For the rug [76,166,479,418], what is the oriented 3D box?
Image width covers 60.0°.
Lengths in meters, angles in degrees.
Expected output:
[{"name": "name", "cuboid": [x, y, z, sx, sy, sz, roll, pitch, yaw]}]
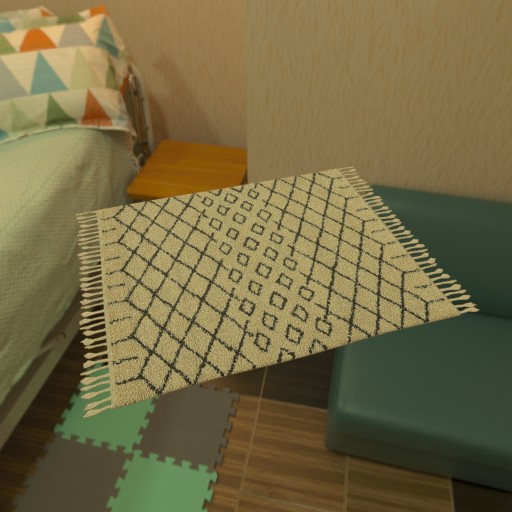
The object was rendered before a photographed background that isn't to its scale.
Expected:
[{"name": "rug", "cuboid": [0.000, 0.000, 4.173, 3.213, 0.030, 2.388, -12, 44, -13]}]
